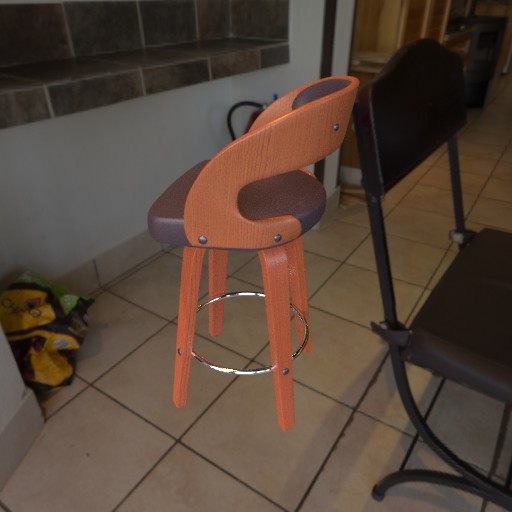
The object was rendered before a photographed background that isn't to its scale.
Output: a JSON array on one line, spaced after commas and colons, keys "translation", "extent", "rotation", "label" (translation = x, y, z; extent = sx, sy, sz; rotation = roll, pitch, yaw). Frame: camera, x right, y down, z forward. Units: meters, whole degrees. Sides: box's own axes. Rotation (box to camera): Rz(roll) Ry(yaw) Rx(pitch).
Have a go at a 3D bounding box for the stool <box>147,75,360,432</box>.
[{"translation": [0.000, 0.000, 1.236], "extent": [0.457, 0.940, 0.457], "rotation": [8, 32, 13], "label": "stool"}]
